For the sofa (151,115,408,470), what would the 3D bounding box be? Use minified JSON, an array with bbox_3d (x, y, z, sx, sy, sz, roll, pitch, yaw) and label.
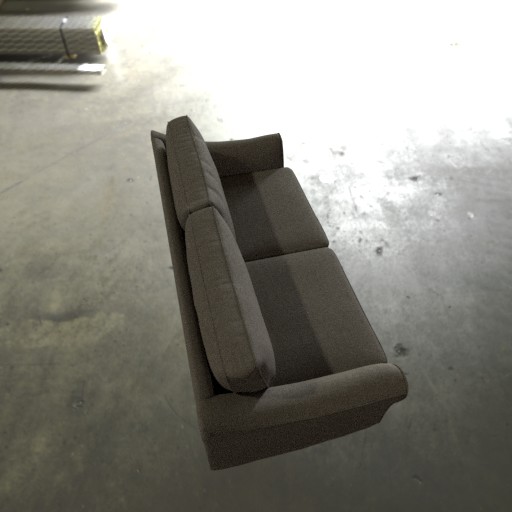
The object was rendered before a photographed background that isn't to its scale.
[{"bbox_3d":[0.000,0.000,2.731,1.013,0.976,2.203,-11,49,-9],"label":"sofa"}]
